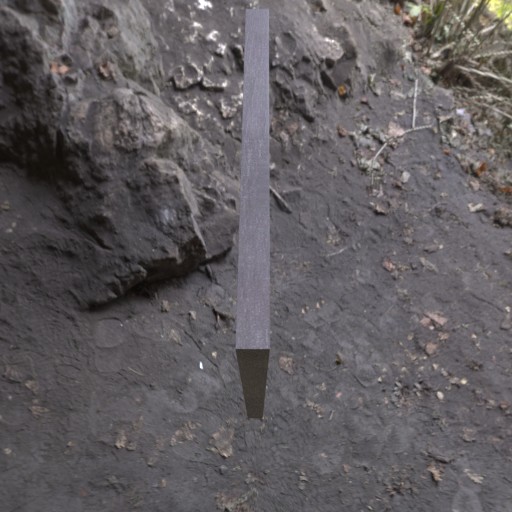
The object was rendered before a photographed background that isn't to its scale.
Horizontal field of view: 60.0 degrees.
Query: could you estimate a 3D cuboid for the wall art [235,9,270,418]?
[{"bbox_3d":[0.000,0.000,0.686,0.032,0.521,0.421,0,64,0],"label":"wall art"}]
